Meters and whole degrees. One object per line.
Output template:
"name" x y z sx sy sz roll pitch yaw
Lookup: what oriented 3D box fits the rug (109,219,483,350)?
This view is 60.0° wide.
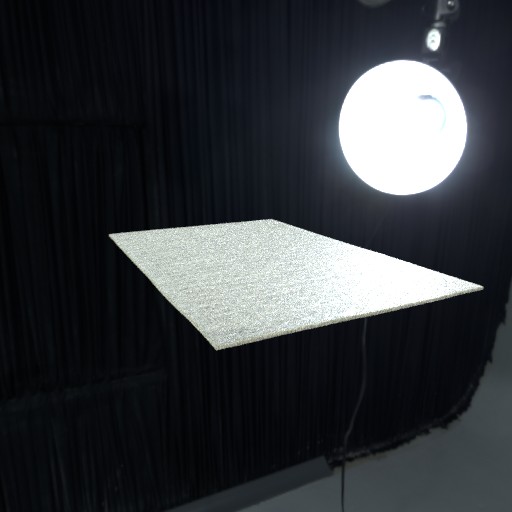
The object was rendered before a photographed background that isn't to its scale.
"rug" 0.000 0.000 2.983 1.532 0.018 2.297 -8 17 -26
